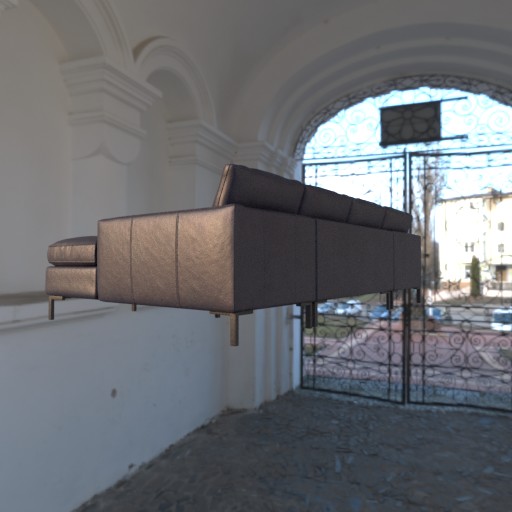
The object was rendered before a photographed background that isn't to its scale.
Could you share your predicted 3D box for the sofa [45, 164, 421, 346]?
[{"bbox_3d":[0.000,0.000,3.775,1.939,0.900,2.956,-1,-1,37],"label":"sofa"}]
